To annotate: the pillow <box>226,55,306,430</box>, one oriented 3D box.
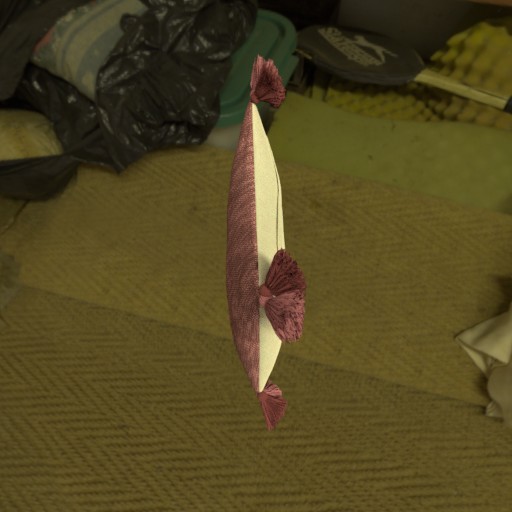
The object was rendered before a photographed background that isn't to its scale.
[{"bbox_3d":[0.000,0.000,1.001,0.138,0.659,0.641,-1,57,-1],"label":"pillow"}]
